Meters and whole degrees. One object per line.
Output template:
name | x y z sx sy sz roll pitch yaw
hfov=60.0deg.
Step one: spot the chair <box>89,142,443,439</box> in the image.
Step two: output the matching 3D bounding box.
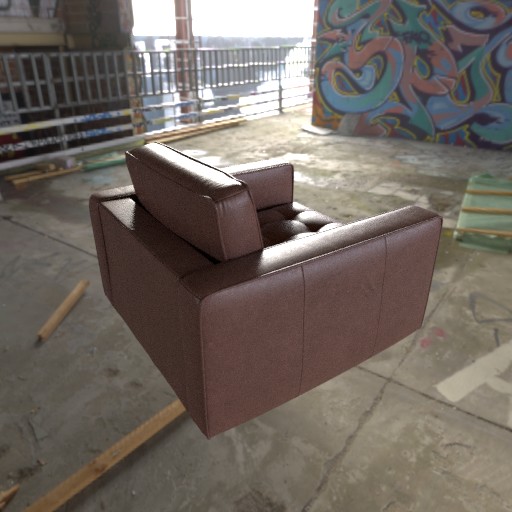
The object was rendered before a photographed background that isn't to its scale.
chair | 0.000 0.000 1.583 0.900 0.770 0.920 -17 31 -30
